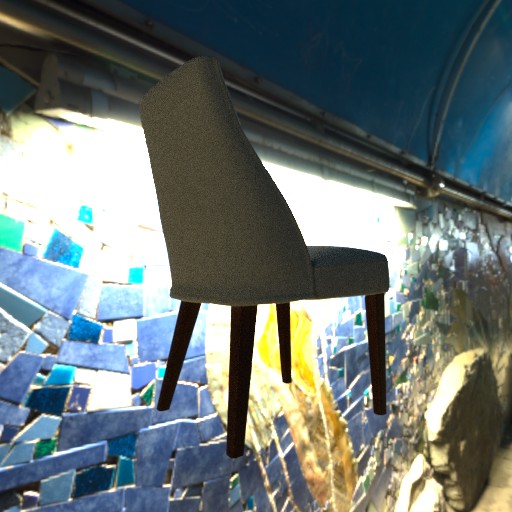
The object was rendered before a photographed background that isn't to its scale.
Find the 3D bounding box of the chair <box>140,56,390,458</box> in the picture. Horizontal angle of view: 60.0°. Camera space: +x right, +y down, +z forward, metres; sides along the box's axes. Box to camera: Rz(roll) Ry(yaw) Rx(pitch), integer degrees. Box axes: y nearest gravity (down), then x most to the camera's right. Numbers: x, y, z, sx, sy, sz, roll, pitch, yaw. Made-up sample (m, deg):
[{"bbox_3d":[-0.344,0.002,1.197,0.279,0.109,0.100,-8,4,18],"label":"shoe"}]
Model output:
[{"bbox_3d":[0.000,0.000,1.306,0.620,0.930,0.500,1,-1,-36],"label":"chair"}]
